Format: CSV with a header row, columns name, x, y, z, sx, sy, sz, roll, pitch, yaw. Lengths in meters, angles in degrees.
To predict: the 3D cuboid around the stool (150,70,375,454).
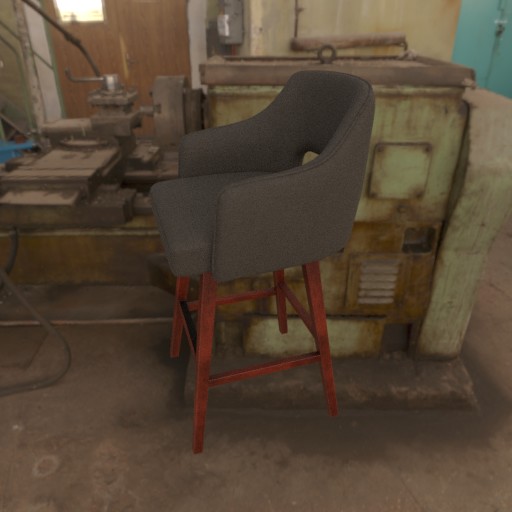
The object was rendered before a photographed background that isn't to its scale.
name,x,y,z,sx,sy,sz,roll,pitch,yaw
stool,0.000,0.000,1.348,0.558,1.012,0.548,-9,30,-16
